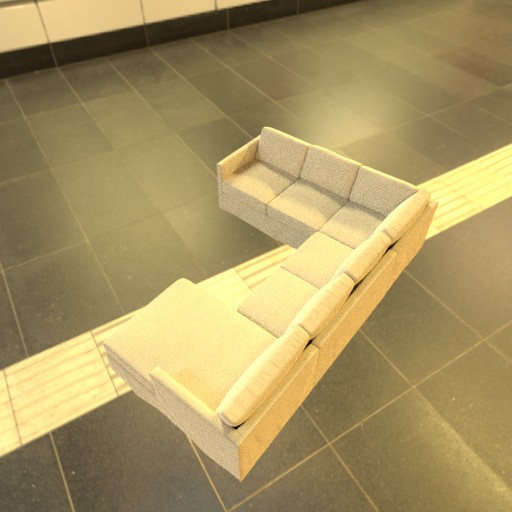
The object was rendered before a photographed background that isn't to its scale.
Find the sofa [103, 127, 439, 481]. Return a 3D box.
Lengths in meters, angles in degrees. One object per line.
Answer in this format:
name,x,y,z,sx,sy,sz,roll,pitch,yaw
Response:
sofa,0.000,0.000,4.649,2.427,0.882,3.460,30,53,26
